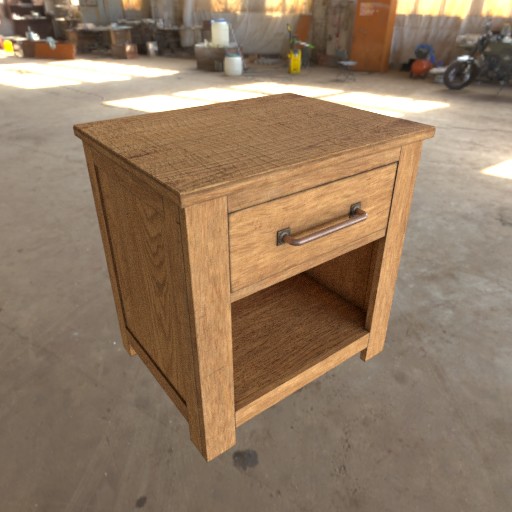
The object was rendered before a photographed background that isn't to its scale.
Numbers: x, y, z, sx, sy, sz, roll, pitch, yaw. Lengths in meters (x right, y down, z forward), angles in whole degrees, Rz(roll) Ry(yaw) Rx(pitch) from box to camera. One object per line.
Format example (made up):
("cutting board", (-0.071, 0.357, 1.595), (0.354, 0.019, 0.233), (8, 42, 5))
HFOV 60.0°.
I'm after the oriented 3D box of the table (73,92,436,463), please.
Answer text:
("table", (0.000, 0.000, 1.080), (0.601, 0.625, 0.494), (-21, 37, -31))
